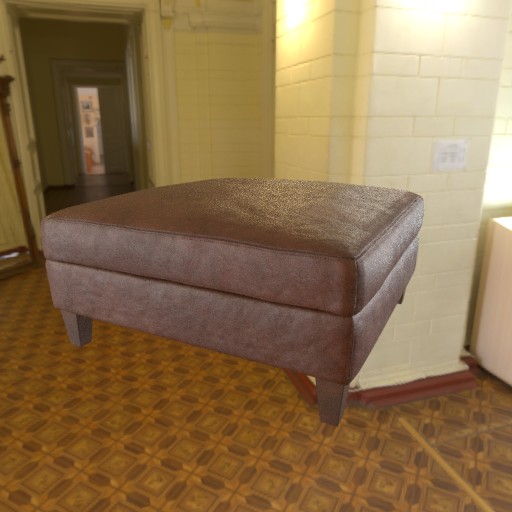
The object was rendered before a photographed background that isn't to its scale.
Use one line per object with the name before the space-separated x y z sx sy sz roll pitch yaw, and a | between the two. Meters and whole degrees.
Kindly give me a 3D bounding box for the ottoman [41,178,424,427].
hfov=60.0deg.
ottoman | 0.000 0.000 1.314 0.844 0.415 0.836 8 19 26
